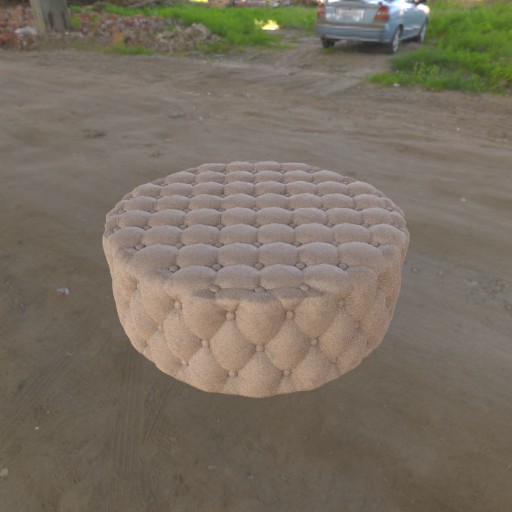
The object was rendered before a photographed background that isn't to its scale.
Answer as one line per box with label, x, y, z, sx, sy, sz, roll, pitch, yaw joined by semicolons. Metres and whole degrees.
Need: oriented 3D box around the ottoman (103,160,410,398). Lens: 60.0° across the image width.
ottoman;0.000;0.000;1.569;0.998;0.399;0.998;0;32;0
